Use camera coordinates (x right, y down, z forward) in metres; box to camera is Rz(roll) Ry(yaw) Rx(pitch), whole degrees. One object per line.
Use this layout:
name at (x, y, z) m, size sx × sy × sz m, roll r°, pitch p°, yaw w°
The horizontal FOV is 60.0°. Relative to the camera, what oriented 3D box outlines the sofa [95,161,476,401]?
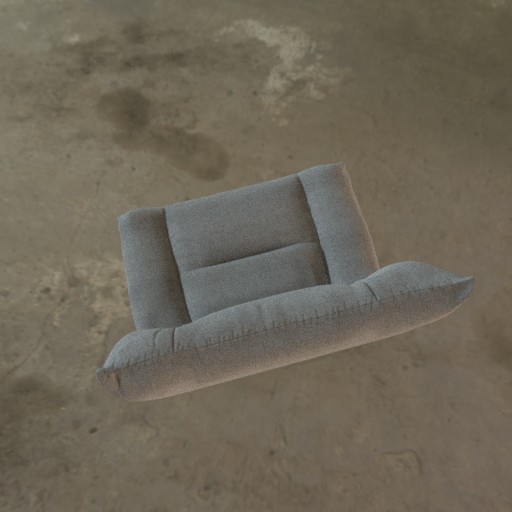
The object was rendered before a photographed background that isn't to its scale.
sofa at (0.000, 0.000, 1.707) m, size 1.144 × 0.795 × 0.847 m, roll -14°, pitch 76°, yaw -4°
